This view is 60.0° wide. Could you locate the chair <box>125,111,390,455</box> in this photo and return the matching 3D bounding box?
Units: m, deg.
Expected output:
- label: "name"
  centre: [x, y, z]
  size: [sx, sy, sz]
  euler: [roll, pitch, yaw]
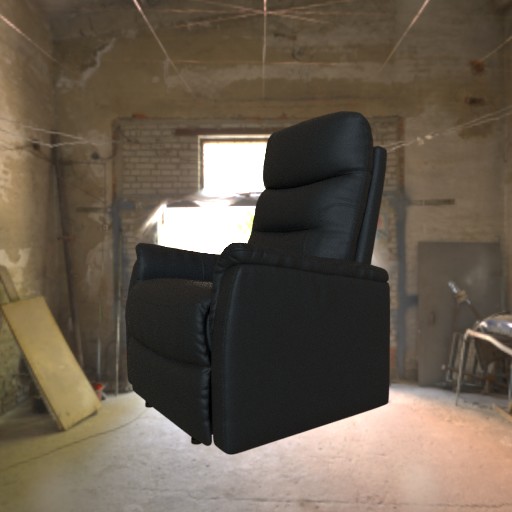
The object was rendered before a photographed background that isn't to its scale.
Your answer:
- label: "chair"
  centre: [0.000, 0.000, 1.648]
  size: [0.831, 1.082, 0.775]
  euler: [-1, 2, -35]
